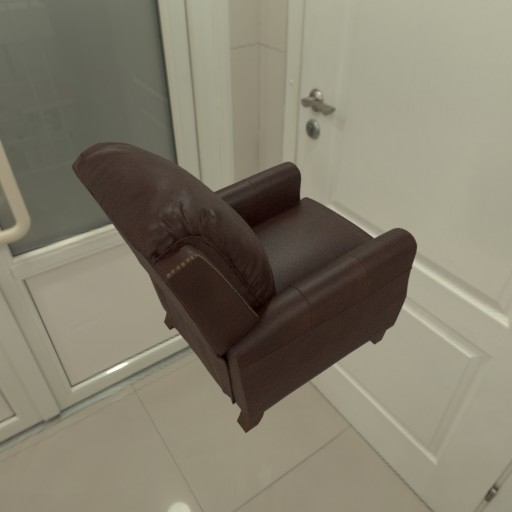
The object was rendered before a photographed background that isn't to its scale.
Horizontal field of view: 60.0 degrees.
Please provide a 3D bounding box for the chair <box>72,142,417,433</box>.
[{"bbox_3d":[0.000,0.000,1.788,1.089,1.022,0.826,-24,45,-27],"label":"chair"}]
